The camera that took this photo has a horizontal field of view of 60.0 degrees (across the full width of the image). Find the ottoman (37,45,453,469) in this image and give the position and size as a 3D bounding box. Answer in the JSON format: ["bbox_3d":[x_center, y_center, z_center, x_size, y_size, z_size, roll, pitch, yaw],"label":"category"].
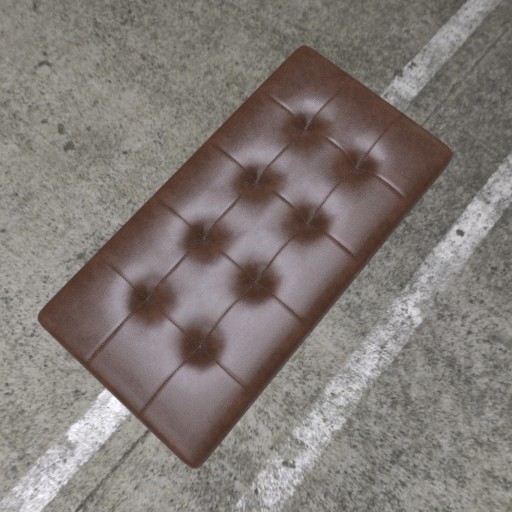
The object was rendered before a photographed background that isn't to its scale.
[{"bbox_3d":[0.000,0.000,1.102,0.432,0.470,0.838,40,79,9],"label":"ottoman"}]
